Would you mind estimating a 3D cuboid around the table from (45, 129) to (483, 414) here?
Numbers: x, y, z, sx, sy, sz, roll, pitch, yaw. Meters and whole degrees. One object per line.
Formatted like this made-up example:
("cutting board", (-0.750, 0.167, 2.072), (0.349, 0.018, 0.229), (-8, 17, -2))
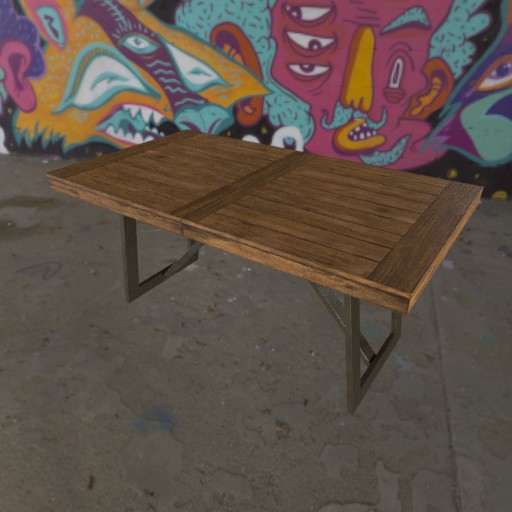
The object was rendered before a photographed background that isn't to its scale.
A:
("table", (0.000, 0.000, 2.093), (1.641, 0.757, 0.931), (19, 35, 29))
